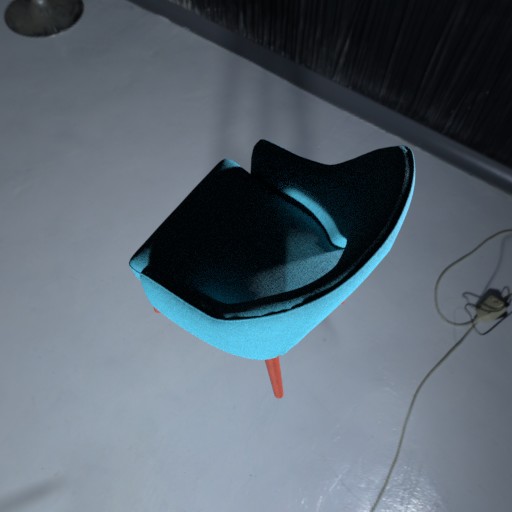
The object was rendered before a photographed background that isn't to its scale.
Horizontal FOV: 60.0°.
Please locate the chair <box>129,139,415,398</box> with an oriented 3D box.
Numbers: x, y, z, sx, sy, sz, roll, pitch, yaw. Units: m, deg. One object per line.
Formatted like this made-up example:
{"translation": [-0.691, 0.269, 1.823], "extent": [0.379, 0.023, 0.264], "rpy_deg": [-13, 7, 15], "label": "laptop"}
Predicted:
{"translation": [0.000, 0.000, 1.231], "extent": [0.605, 0.849, 0.548], "rpy_deg": [32, 68, 15], "label": "chair"}
